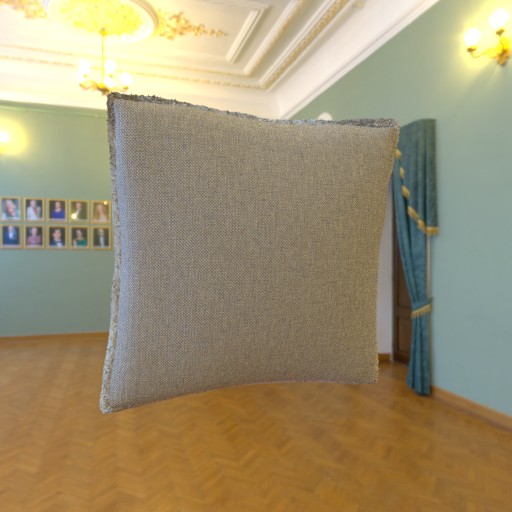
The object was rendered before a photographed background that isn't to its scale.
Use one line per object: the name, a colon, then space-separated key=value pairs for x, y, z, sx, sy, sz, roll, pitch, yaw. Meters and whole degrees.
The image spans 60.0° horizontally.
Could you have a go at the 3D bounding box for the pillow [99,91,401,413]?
pillow: x=0.000 y=0.000 z=0.792 sx=0.529 sy=0.515 sz=0.218 roll=0 pitch=0 yaw=-19
